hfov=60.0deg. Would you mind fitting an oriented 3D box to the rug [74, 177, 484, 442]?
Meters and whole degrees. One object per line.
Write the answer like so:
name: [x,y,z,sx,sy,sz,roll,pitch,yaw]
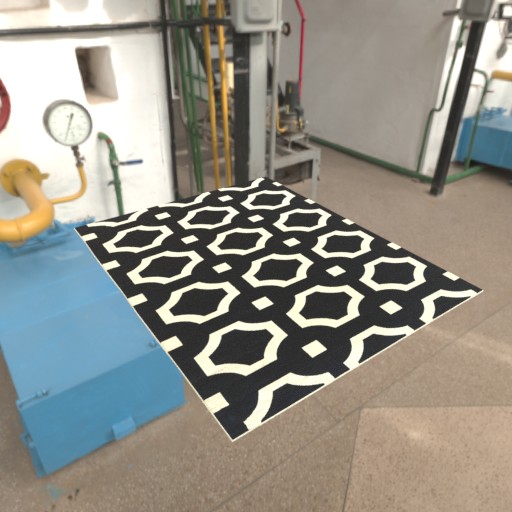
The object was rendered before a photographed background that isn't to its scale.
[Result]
rug: [0.000,0.000,4.121,2.466,0.021,3.049,-20,37,-29]
